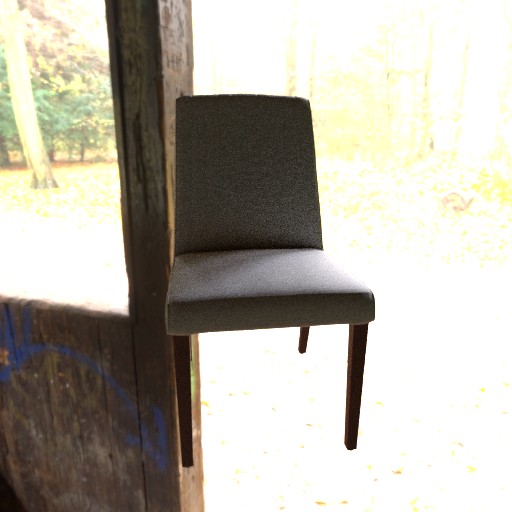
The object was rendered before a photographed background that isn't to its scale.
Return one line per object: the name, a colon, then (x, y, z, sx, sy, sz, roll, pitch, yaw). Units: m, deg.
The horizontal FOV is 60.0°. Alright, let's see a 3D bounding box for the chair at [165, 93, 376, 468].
chair: (0.000, 0.000, 1.244, 0.480, 0.900, 0.594, -2, 16, -8)
